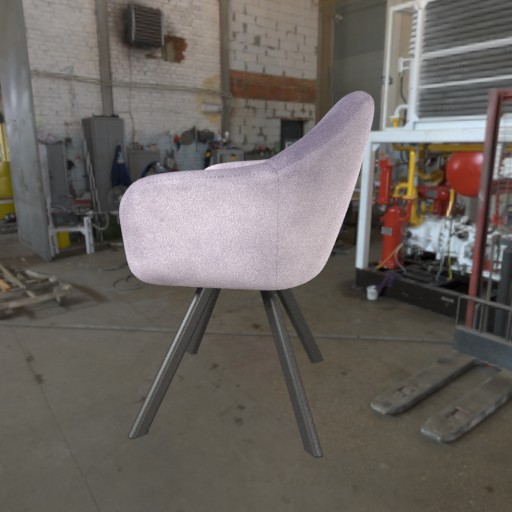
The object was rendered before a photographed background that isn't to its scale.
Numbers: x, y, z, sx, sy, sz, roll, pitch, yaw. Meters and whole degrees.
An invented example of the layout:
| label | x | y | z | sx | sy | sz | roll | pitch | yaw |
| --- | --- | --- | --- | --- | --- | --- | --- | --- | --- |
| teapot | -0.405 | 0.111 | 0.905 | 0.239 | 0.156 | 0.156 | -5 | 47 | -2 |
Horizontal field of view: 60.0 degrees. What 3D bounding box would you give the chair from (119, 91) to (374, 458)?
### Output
| label | x | y | z | sx | sy | sz | roll | pitch | yaw |
| --- | --- | --- | --- | --- | --- | --- | --- | --- | --- |
| chair | 0.000 | 0.000 | 1.129 | 0.540 | 0.780 | 0.570 | 2 | 14 | 8 |
